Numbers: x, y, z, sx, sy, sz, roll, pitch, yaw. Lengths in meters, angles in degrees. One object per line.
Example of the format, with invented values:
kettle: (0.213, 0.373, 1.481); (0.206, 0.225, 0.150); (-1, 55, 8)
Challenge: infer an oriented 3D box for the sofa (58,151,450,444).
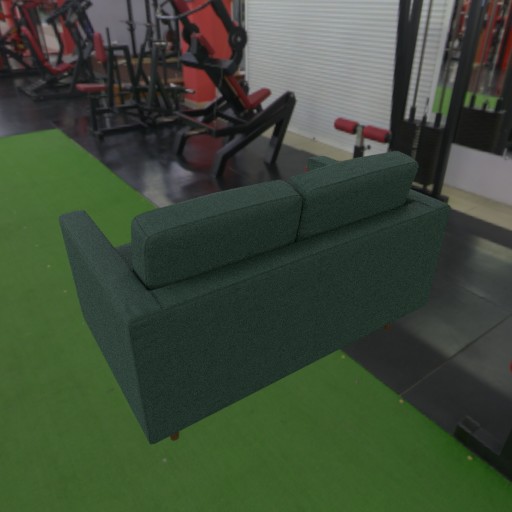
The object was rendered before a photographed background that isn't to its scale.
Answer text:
sofa: (0.000, 0.000, 1.989); (1.430, 0.899, 0.879); (-19, 35, -28)
